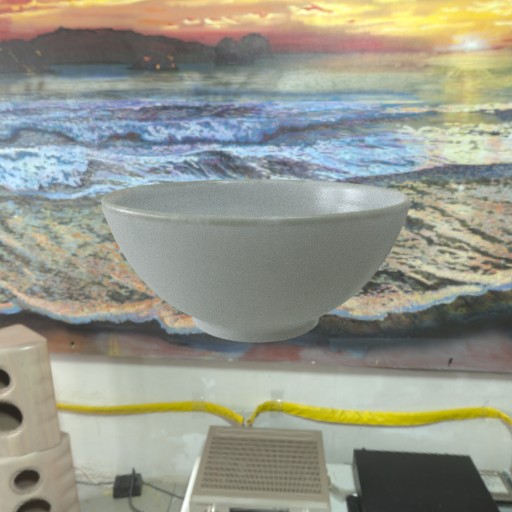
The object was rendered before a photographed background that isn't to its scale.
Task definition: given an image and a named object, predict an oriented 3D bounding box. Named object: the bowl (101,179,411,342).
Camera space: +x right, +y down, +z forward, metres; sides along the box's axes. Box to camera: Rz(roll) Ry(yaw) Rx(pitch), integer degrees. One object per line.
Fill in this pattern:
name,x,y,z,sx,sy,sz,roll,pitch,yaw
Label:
bowl,0.000,0.000,0.420,0.268,0.121,0.268,0,15,0
